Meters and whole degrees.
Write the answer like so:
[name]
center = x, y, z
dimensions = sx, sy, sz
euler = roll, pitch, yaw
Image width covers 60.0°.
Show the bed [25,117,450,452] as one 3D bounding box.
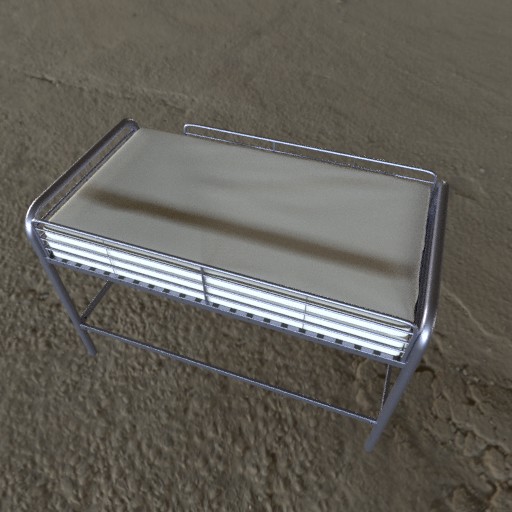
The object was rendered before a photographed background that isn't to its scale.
[bed]
center = 0.000, 0.000, 2.830
dimensions = 1.965, 1.288, 1.415
euler = 15, 49, 13
